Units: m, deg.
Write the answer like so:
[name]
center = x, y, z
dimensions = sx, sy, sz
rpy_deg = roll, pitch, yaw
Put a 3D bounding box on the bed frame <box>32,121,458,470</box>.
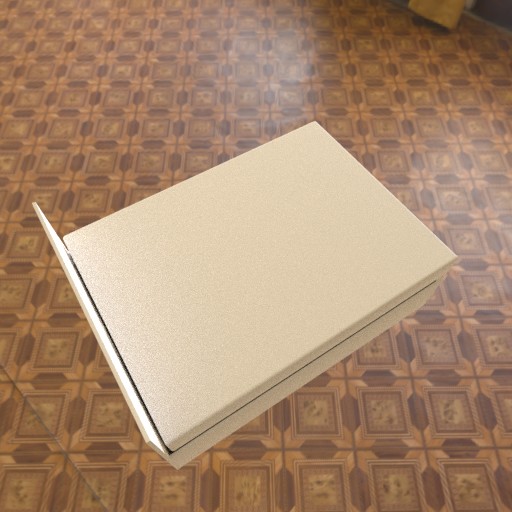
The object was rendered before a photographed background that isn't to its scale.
[bed frame]
center = 0.000, 0.000, 2.626
dimensions = 1.900, 0.800, 1.400
rpy_deg = -29, 62, -17
